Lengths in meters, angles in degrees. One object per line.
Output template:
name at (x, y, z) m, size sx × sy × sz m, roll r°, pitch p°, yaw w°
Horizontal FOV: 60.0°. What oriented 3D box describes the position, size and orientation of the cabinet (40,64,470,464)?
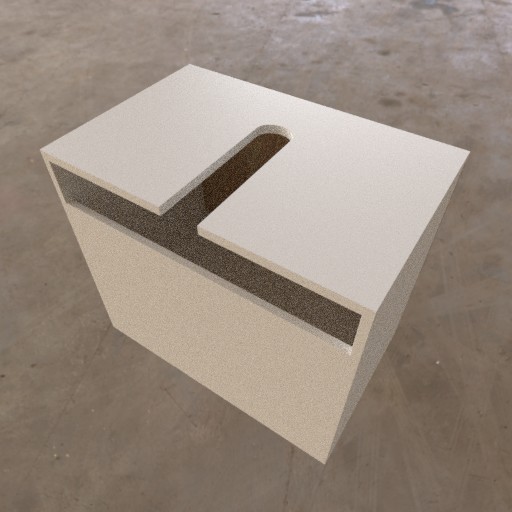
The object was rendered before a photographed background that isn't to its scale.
cabinet at (0.000, 0.000, 0.929) m, size 0.600 × 0.522 × 0.400 m, roll 26°, pitch 52°, yaw 22°
